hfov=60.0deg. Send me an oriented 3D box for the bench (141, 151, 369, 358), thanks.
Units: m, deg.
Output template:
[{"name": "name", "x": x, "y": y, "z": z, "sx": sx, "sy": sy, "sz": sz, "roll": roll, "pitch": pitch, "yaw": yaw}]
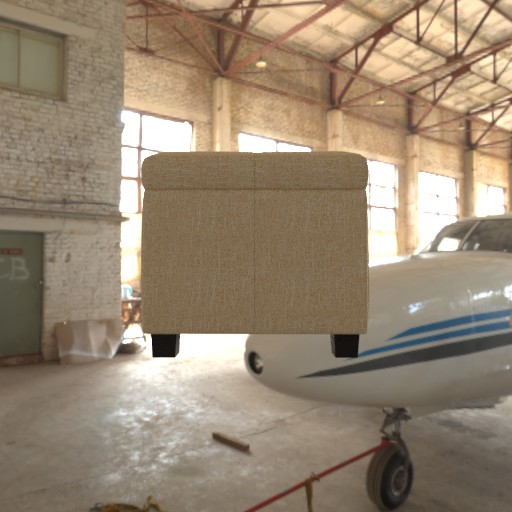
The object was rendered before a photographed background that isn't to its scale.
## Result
[{"name": "bench", "x": 0.000, "y": 0.000, "z": 1.422, "sx": 0.432, "sy": 0.406, "sz": 1.219, "roll": 0, "pitch": -1, "yaw": 0}]
